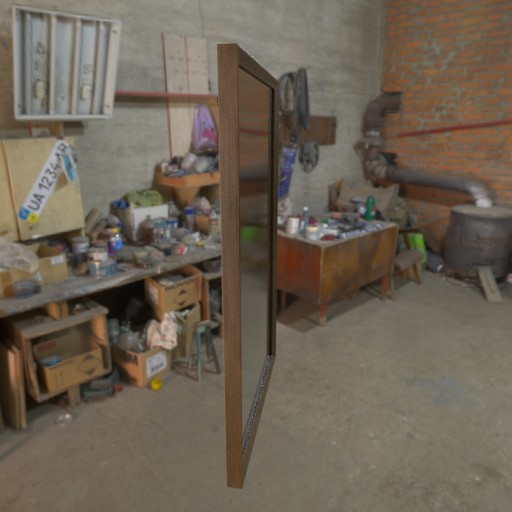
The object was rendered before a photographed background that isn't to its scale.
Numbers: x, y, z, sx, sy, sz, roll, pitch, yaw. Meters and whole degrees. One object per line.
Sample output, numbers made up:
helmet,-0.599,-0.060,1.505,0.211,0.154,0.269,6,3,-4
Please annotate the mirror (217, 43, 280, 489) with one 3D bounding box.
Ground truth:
mirror,0.000,0.000,1.161,0.041,0.915,0.609,3,16,9
